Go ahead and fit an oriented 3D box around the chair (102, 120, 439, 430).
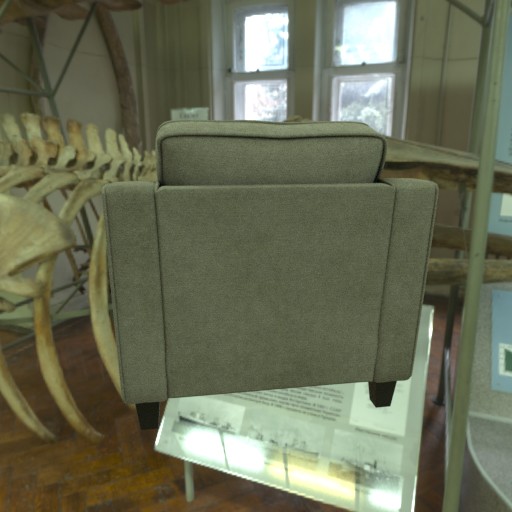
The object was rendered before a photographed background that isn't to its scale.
[{"bbox_3d":[0.000,0.000,1.653,0.926,0.944,0.840,-2,14,-9],"label":"chair"}]
